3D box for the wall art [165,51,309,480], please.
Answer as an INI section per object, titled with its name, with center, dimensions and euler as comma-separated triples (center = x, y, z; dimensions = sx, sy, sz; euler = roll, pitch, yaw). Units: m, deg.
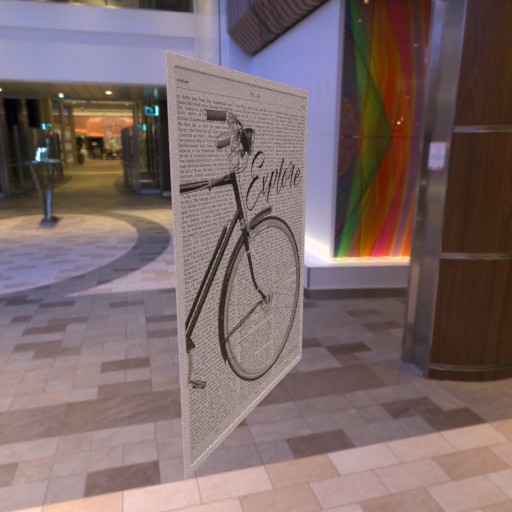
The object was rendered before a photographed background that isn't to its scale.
[wall art]
center = 0.000, 0.000, 0.804
dimensions = 0.003, 0.610, 0.457
euler = 7, 16, 28
